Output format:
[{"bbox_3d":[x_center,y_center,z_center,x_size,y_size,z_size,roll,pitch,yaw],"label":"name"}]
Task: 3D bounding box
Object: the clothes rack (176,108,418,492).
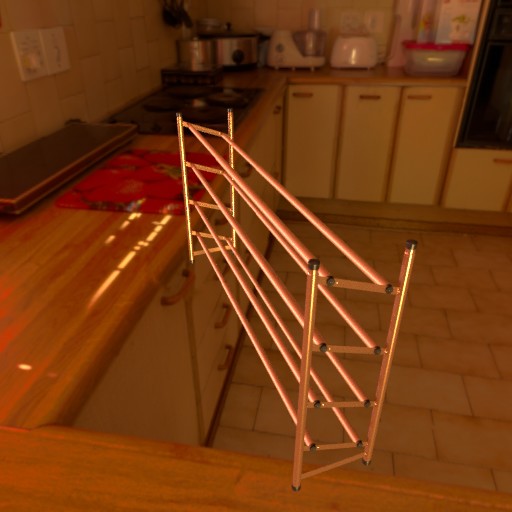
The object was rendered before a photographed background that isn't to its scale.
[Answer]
[{"bbox_3d":[0.000,0.000,1.435,0.229,0.672,1.168,-11,33,-17],"label":"clothes rack"}]
